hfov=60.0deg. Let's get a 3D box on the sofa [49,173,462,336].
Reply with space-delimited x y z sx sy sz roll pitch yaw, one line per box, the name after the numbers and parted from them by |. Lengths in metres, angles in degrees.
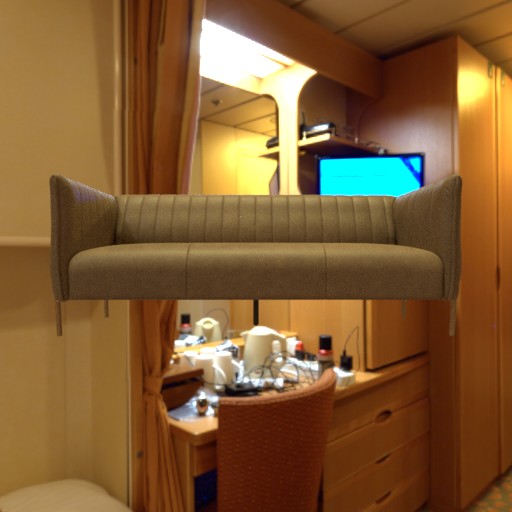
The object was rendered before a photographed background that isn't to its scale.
0.000 0.000 2.469 1.980 0.779 0.876 0 0 -1 | sofa
